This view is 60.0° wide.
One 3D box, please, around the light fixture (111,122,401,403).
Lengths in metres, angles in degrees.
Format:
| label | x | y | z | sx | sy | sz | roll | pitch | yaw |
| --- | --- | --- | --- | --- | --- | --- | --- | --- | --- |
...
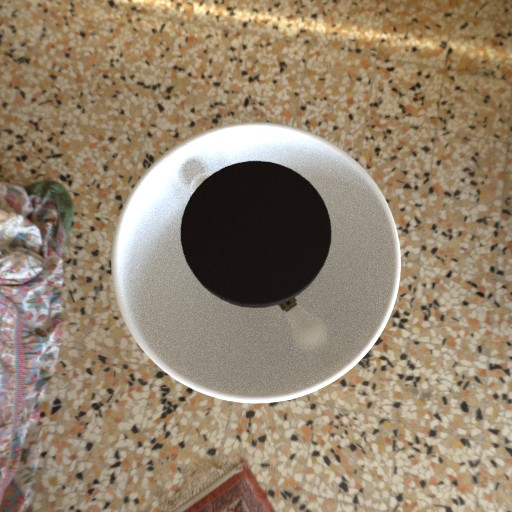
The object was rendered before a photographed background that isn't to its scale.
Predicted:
| label | x | y | z | sx | sy | sz | roll | pitch | yaw |
| --- | --- | --- | --- | --- | --- | --- | --- | --- | --- |
| light fixture | 0.000 | 0.000 | 0.528 | 0.331 | 0.212 | 0.331 | 0 | 76 | 0 |
